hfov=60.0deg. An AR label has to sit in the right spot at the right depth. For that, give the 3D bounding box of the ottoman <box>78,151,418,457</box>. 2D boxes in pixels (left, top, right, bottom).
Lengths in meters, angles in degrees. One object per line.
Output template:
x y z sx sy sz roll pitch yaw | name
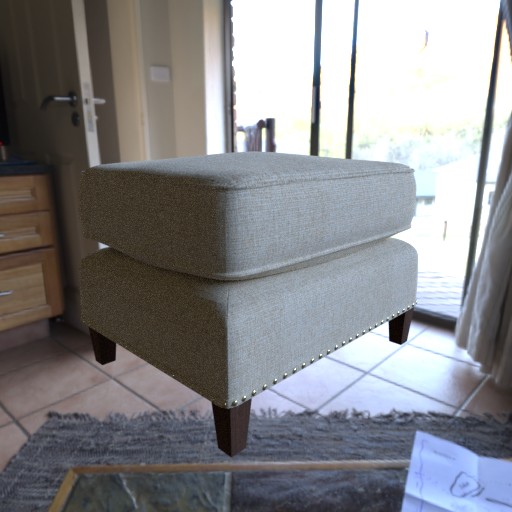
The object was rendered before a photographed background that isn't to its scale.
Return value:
0.000 0.000 1.169 0.589 0.537 0.738 14 20 43 | ottoman
